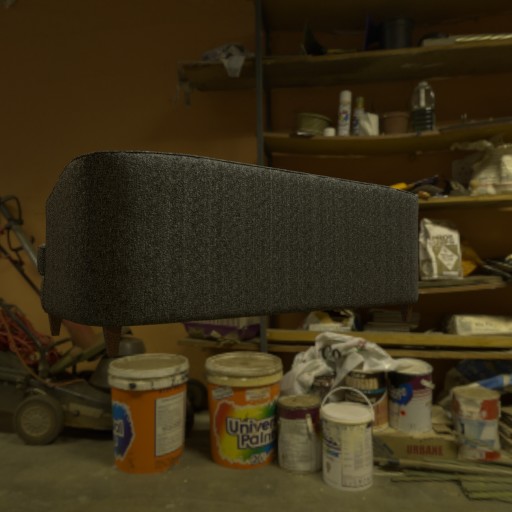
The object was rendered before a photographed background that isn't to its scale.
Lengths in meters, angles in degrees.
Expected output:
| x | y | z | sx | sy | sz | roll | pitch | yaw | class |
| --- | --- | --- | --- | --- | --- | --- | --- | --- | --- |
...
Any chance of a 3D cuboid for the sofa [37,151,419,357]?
| x | y | z | sx | sy | sz | roll | pitch | yaw | class |
| --- | --- | --- | --- | --- | --- | --- | --- | --- | --- |
| 0.000 | 0.000 | 2.675 | 2.278 | 0.855 | 0.941 | 1 | -2 | -35 | sofa |
